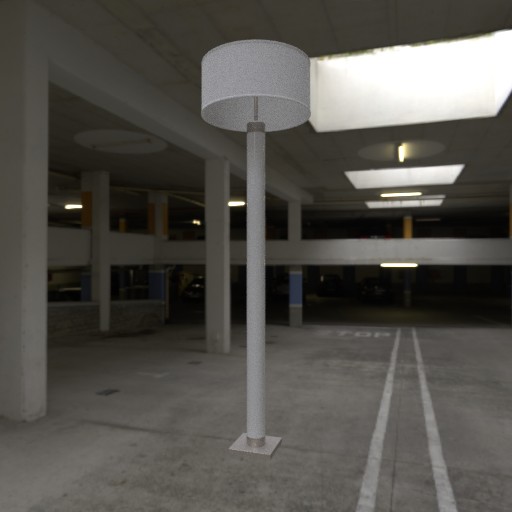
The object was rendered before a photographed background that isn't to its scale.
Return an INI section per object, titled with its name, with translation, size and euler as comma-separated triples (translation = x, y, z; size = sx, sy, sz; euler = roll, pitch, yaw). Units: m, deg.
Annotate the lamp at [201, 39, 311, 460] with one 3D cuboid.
[lamp]
translation = 0.000, 0.000, 1.699
size = 0.420, 1.475, 0.420
euler = 0, -1, 18
